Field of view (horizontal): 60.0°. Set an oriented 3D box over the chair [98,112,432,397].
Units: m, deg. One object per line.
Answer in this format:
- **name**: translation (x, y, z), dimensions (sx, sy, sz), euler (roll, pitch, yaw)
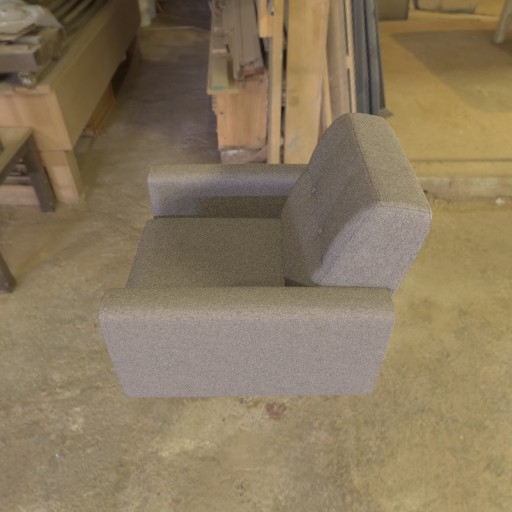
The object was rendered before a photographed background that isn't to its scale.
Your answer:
- **chair**: translation (0.000, 0.000, 1.581), dimensions (0.907, 0.839, 0.831), euler (0, 41, 0)
